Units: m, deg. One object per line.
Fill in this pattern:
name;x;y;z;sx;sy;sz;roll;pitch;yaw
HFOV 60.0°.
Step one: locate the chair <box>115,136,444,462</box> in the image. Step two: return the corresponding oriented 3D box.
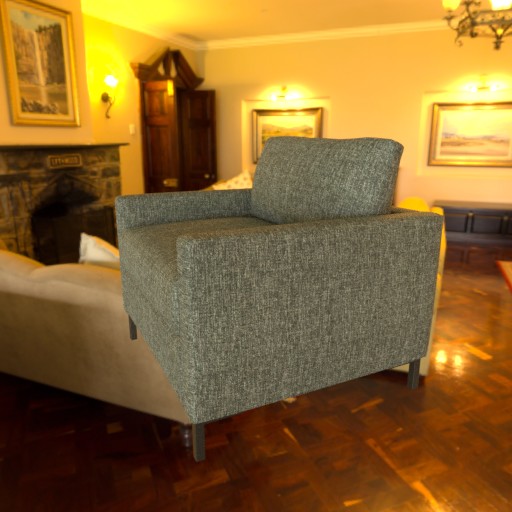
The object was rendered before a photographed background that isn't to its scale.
chair;0.000;0.000;1.644;0.866;0.861;0.963;-7;17;-26
